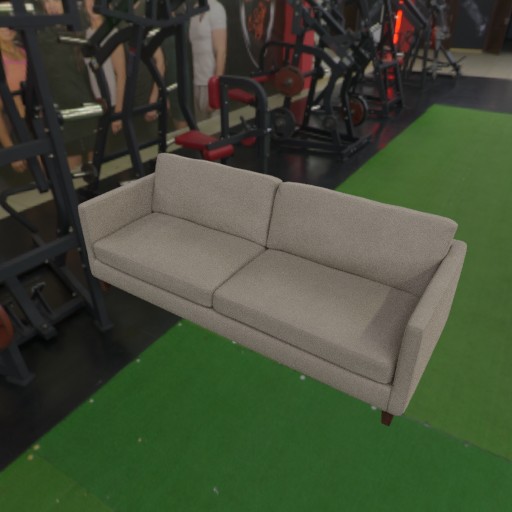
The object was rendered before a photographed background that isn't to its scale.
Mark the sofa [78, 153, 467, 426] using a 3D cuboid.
[{"bbox_3d":[0.000,0.000,2.969,2.404,0.912,0.988,19,36,28],"label":"sofa"}]
